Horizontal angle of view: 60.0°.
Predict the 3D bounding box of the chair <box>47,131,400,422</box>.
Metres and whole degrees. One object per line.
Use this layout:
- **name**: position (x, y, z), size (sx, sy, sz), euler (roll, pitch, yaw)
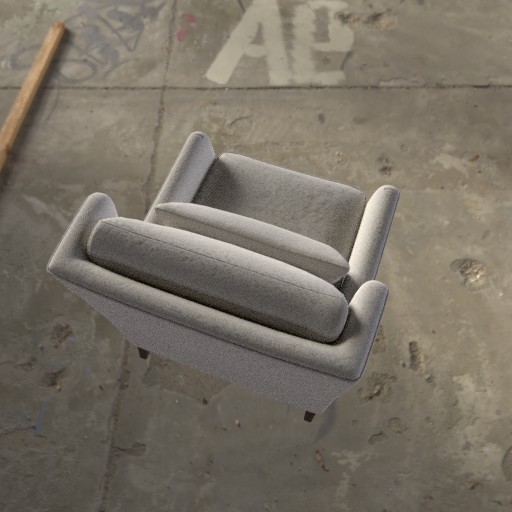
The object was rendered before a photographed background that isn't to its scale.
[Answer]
- **chair**: position (0.000, 0.000, 1.851), size (0.982, 1.056, 1.040), euler (18, 63, 9)
